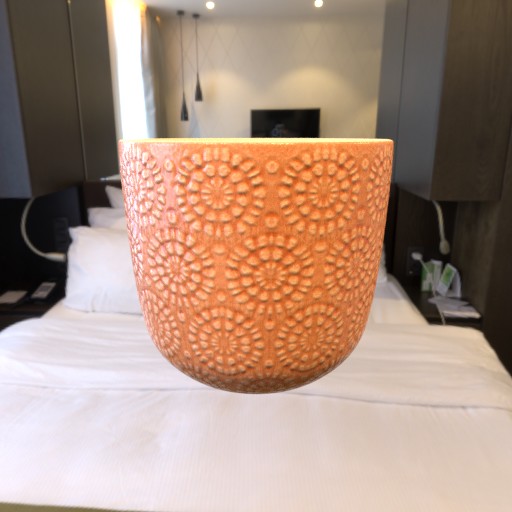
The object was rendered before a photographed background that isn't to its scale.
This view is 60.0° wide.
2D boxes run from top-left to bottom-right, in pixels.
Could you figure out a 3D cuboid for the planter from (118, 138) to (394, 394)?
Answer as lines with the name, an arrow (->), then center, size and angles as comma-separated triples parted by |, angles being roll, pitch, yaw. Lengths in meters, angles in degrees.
planter -> 0.000, 0.000, 0.373 | 0.208, 0.190, 0.208 | 0, 15, 0
